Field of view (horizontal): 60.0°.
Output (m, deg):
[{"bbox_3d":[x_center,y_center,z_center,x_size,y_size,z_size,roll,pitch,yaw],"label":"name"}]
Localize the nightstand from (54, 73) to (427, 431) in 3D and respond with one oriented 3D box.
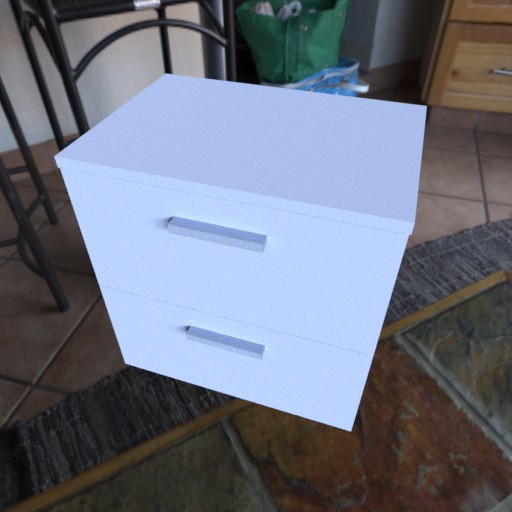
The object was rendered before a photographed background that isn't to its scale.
[{"bbox_3d":[0.000,0.000,0.765,0.441,0.460,0.325,12,43,14],"label":"nightstand"}]
